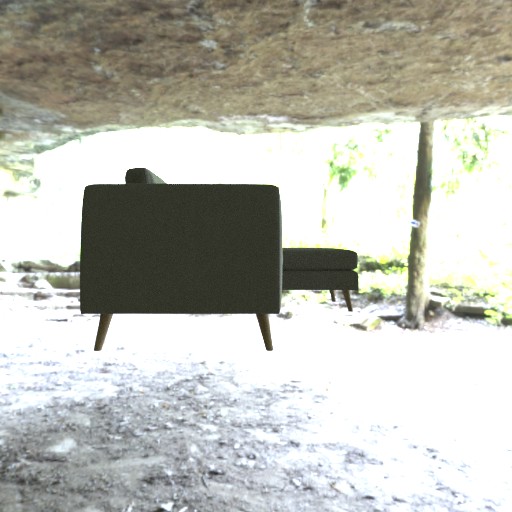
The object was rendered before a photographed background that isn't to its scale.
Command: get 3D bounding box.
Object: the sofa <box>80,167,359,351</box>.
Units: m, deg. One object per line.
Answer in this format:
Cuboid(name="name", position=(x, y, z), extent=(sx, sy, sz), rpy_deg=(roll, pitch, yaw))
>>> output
Cuboid(name="sofa", position=(0.000, 0.000, 3.088), extent=(1.580, 0.860, 2.300), rpy_deg=(0, 0, 0))
